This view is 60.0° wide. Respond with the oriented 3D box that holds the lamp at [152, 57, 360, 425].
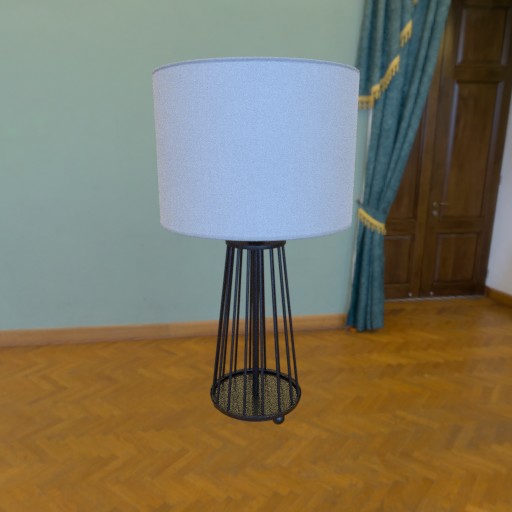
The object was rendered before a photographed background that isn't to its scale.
[{"bbox_3d":[0.000,0.000,0.778,0.322,0.593,0.322,-2,15,-8],"label":"lamp"}]
